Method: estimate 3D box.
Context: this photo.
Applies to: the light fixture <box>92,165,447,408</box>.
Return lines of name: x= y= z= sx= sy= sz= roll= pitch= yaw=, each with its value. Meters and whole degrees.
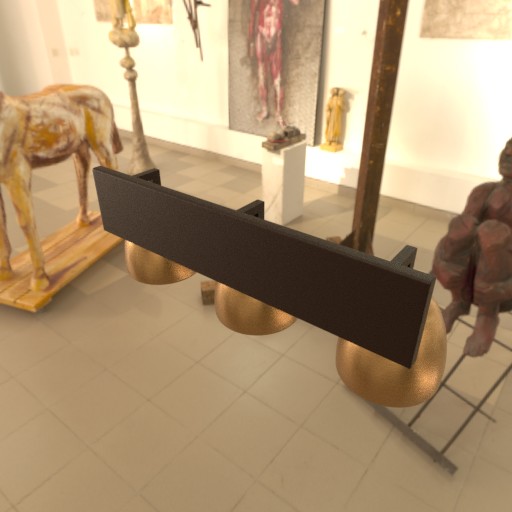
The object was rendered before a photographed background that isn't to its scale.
light fixture: x=0.000 y=0.000 z=0.669 sx=0.582 sy=0.204 sz=0.157 roll=21 pitch=36 yaw=32
